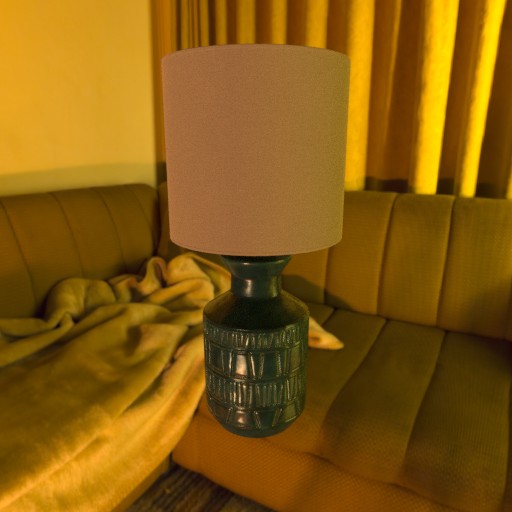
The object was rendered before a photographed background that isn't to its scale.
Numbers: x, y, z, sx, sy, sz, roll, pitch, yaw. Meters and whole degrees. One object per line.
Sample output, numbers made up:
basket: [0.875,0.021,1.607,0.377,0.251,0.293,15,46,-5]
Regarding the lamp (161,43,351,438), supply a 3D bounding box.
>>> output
lamp: [0.000,0.000,0.562,0.211,0.455,0.211,2,15,8]
